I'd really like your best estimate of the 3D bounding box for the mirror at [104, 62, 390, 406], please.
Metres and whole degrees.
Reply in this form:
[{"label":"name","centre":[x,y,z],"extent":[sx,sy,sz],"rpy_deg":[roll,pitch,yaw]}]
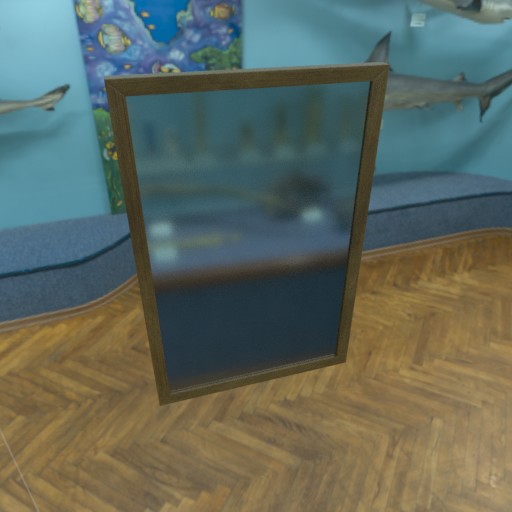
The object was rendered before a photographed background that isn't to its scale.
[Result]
[{"label":"mirror","centre":[0.000,0.000,1.165],"extent":[0.609,0.915,0.040],"rpy_deg":[-9,33,-14]}]
